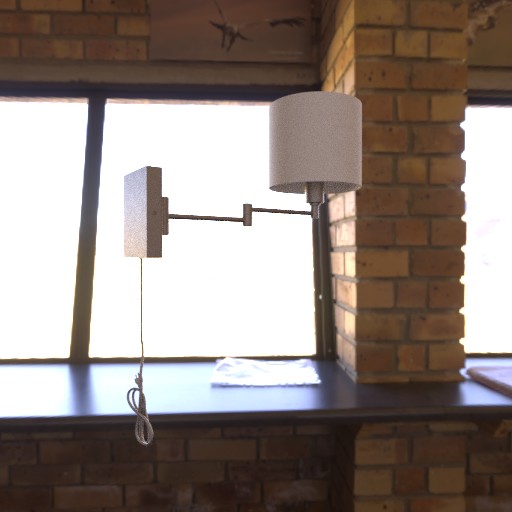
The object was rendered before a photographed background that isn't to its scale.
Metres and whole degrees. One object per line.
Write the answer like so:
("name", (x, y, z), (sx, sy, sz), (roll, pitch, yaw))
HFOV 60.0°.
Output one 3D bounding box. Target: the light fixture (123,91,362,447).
("light fixture", (0.000, 0.000, 0.892), (0.516, 0.651, 0.203), (0, 1, -35))
